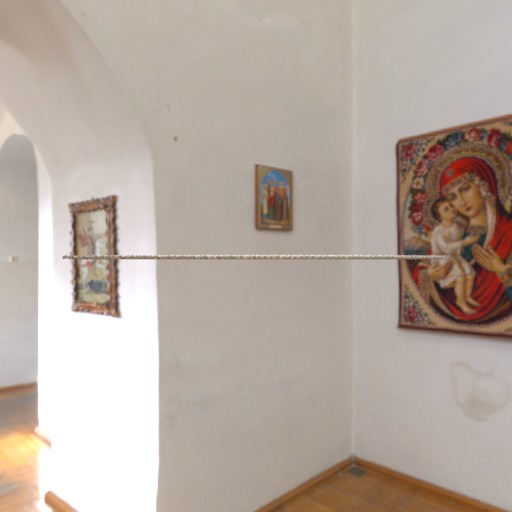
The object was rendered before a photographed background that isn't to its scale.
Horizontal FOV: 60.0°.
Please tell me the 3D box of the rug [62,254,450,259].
[{"bbox_3d":[0.000,0.000,2.274,1.223,0.015,1.771,0,0,0],"label":"rug"}]
